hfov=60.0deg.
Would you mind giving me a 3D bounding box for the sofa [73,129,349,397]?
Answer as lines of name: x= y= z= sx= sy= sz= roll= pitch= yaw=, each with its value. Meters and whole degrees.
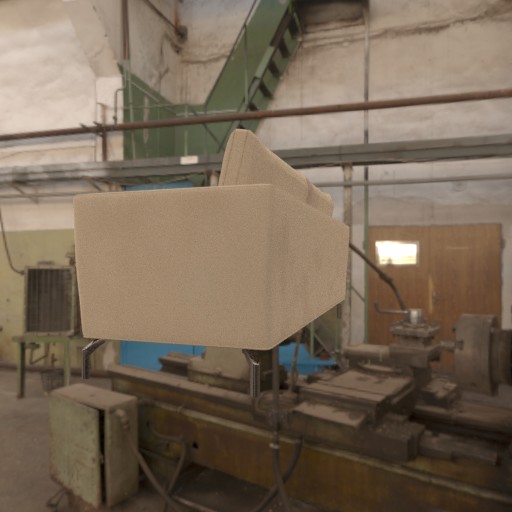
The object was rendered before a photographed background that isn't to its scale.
sofa: x=0.000 y=0.000 z=2.690 sx=0.868 sy=1.005 sz=2.214 roll=0 pitch=0 yaw=19
